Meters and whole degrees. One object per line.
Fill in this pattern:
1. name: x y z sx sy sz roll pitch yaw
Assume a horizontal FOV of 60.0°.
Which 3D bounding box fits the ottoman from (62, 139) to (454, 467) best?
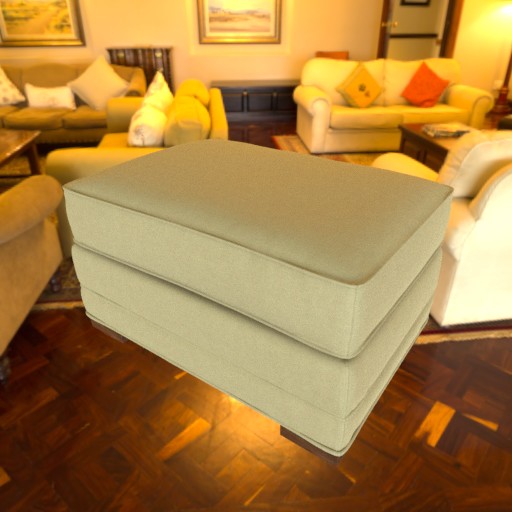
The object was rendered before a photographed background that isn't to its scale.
1. ottoman: 0.000 0.000 1.200 0.848 0.482 0.611 19 34 31
